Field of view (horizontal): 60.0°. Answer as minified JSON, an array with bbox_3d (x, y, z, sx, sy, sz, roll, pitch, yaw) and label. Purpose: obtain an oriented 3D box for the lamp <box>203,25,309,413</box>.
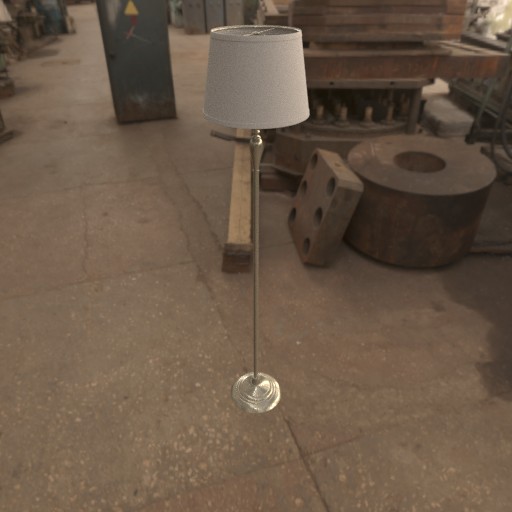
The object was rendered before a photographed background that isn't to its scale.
[{"bbox_3d":[0.000,0.000,1.649,0.327,1.506,0.327,-9,34,-14],"label":"lamp"}]
